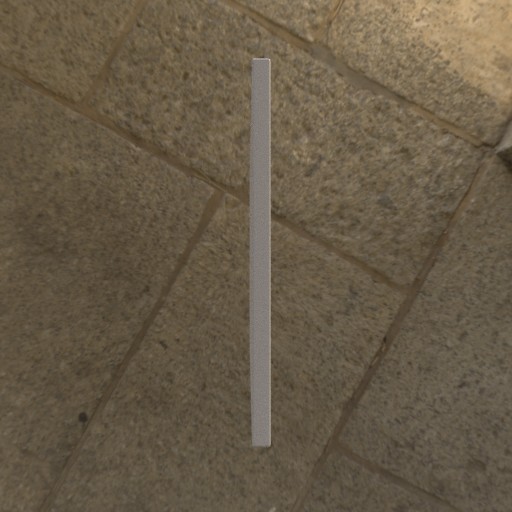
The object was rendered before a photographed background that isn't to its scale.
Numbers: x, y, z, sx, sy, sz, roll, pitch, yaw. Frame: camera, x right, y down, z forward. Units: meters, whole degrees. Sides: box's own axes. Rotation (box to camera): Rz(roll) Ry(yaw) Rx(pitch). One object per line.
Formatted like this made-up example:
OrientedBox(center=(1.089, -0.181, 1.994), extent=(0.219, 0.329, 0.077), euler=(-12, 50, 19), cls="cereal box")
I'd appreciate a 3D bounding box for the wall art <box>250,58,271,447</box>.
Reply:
OrientedBox(center=(0.000, 0.000, 1.038), extent=(0.026, 0.813, 0.556), euler=(0, 89, -1), cls="wall art")
